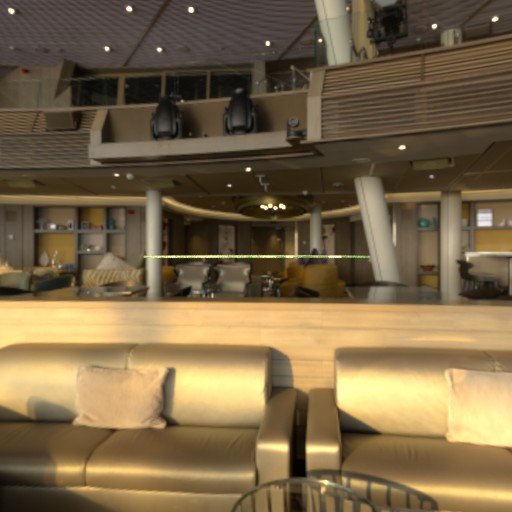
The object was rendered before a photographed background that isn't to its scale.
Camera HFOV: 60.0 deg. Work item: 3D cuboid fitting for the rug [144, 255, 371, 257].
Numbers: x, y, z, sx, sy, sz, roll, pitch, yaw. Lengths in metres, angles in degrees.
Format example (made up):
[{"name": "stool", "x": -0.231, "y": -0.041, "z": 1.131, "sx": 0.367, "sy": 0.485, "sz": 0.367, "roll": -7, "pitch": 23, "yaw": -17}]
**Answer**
[{"name": "rug", "x": 0.000, "y": 0.000, "z": 2.698, "sx": 0.761, "sy": 0.006, "sz": 2.438, "roll": 0, "pitch": 0, "yaw": 0}]
